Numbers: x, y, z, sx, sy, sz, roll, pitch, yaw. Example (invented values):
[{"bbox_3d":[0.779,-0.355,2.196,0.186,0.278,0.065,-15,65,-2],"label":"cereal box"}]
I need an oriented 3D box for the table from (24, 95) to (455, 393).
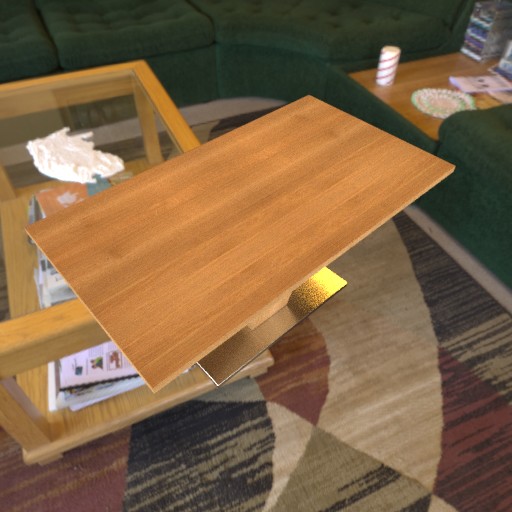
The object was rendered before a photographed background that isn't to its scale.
[{"bbox_3d":[0.000,0.000,2.123,1.600,0.750,0.900,-33,55,-27],"label":"table"}]
